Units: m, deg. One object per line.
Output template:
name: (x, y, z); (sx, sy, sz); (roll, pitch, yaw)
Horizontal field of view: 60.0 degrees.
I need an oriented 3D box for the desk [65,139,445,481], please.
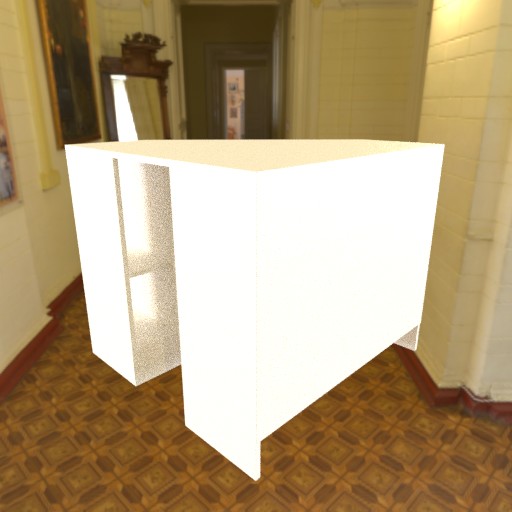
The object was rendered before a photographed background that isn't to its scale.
desk: (0.000, 0.000, 1.672); (0.926, 0.818, 0.940); (18, 26, 42)
